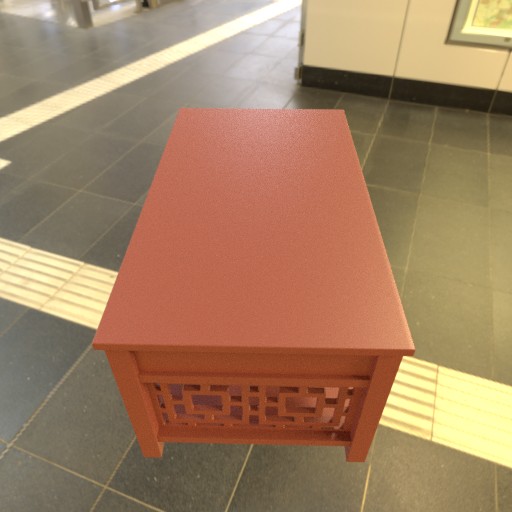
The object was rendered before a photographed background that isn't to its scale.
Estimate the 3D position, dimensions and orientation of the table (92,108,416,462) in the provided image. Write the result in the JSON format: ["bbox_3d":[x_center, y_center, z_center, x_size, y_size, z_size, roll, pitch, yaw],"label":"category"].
[{"bbox_3d":[0.000,0.000,1.381,0.612,0.493,1.068,1,41,1],"label":"table"}]
